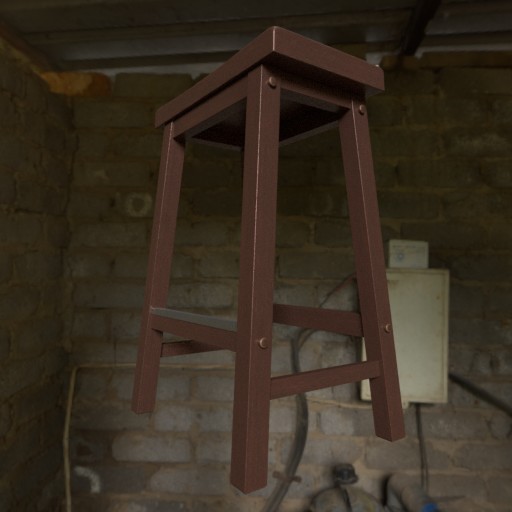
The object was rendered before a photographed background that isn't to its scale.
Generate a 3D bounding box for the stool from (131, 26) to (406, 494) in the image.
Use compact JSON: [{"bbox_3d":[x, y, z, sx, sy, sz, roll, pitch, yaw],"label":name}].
[{"bbox_3d":[0.000,0.000,0.817,0.322,0.610,0.406,1,-2,-35],"label":"stool"}]
